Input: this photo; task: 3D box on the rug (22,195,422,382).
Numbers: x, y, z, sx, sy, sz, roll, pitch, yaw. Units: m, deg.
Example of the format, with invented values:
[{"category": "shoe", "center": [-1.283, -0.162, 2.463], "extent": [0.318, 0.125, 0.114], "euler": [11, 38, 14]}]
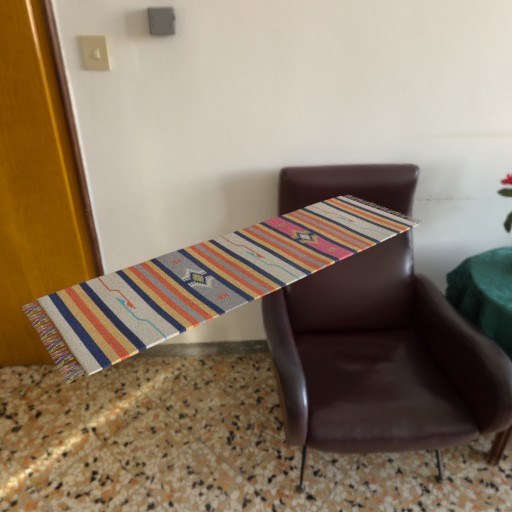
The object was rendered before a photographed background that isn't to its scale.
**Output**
[{"category": "rug", "center": [0.000, 0.000, 2.639], "extent": [2.455, 0.017, 0.695], "euler": [-21, 35, -33]}]
